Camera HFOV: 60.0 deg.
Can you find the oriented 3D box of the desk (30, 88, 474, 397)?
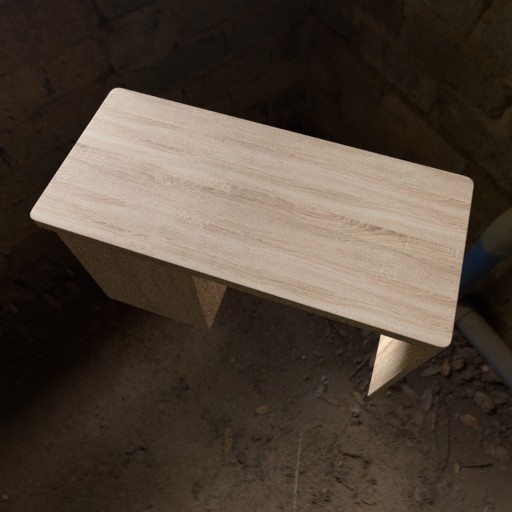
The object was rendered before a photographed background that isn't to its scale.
[{"bbox_3d":[0.000,0.000,1.637,1.200,0.760,0.550,17,65,8],"label":"desk"}]
